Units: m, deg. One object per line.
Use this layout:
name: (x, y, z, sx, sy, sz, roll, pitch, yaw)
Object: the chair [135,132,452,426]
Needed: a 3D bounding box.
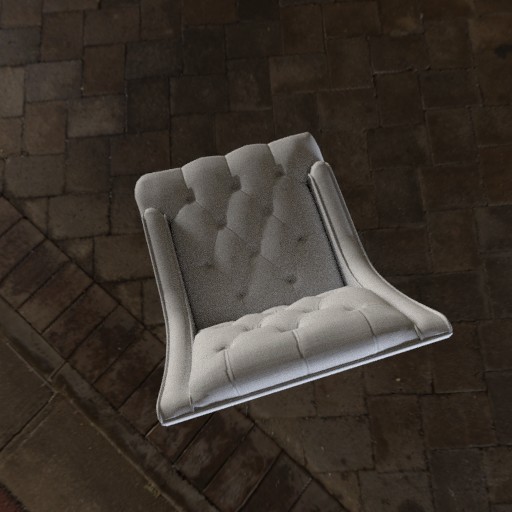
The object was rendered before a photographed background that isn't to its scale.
chair: (0.000, 0.000, 1.404, 0.658, 0.891, 0.772, -16, 76, -4)
